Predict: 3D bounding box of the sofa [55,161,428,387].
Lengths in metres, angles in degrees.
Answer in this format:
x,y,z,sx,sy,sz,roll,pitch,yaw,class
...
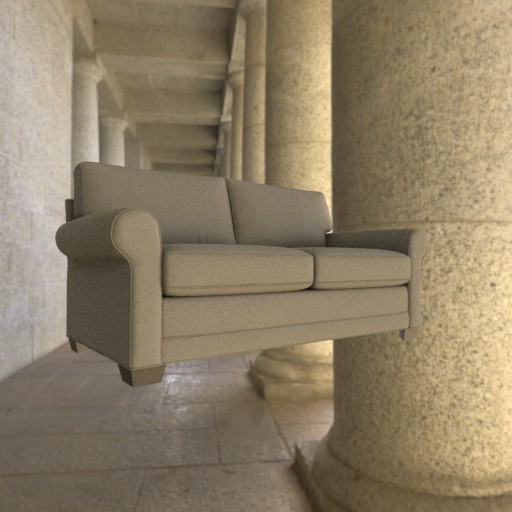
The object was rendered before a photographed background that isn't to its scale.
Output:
x,y,z,sx,sy,sz,roll,pitch,yaw,class
0.000,0.000,2.404,1.930,0.952,0.940,1,-1,-36,sofa
